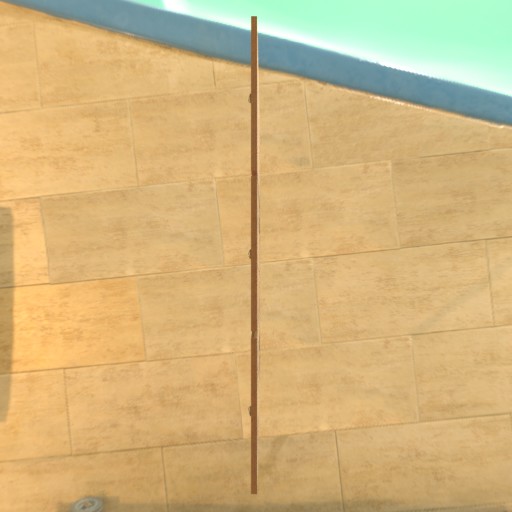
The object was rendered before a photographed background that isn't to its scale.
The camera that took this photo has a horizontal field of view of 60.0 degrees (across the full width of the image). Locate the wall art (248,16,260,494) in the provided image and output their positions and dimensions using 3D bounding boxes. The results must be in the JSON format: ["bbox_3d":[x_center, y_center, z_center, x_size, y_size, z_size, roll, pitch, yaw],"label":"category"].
[{"bbox_3d":[0.000,0.000,1.303,0.018,0.913,0.915,0,90,1],"label":"wall art"}]
